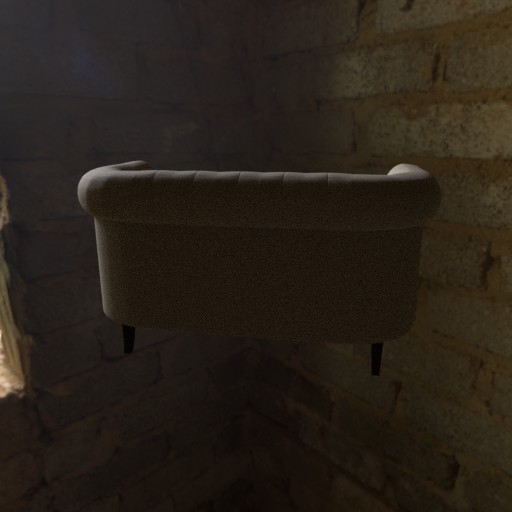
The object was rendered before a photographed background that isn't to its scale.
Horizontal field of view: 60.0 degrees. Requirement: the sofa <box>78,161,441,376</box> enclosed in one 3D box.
[{"bbox_3d":[0.000,0.000,2.061,1.558,0.827,0.835,3,16,10],"label":"sofa"}]
